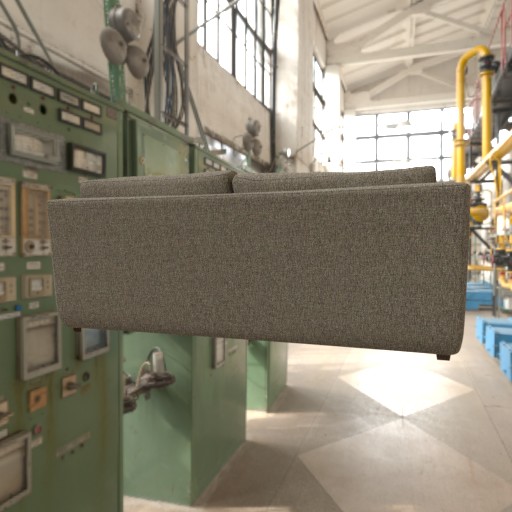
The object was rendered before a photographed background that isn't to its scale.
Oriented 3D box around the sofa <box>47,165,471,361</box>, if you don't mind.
[{"bbox_3d":[0.000,0.000,2.877,2.418,0.998,1.103,0,1,19],"label":"sofa"}]
